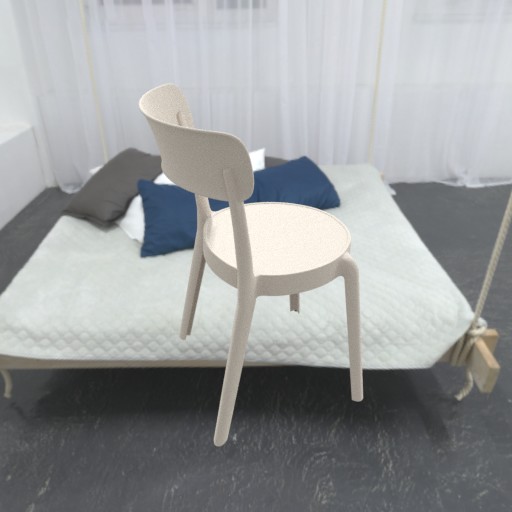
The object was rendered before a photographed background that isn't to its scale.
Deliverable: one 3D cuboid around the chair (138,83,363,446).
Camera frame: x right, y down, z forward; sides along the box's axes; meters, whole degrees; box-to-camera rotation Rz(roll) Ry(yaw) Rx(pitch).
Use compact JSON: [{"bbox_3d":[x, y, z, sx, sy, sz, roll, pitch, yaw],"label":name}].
[{"bbox_3d":[0.000,0.000,1.153,0.491,0.790,0.506,-11,32,-17],"label":"chair"}]
